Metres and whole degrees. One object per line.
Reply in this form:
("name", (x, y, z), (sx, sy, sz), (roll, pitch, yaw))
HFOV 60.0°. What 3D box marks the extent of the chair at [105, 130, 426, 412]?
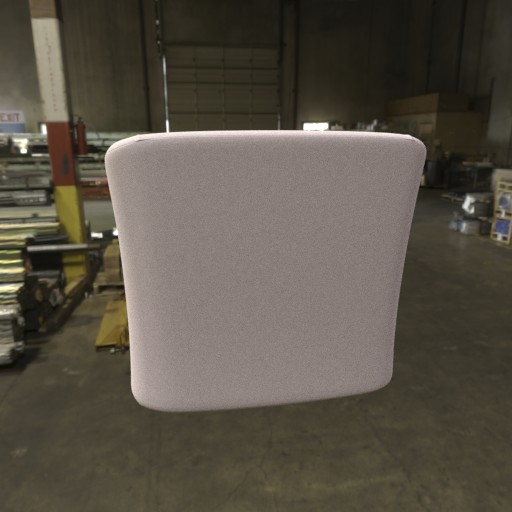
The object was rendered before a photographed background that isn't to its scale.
("chair", (0.000, 0.000, 1.336), (0.790, 0.720, 0.700), (-3, 15, -10))
